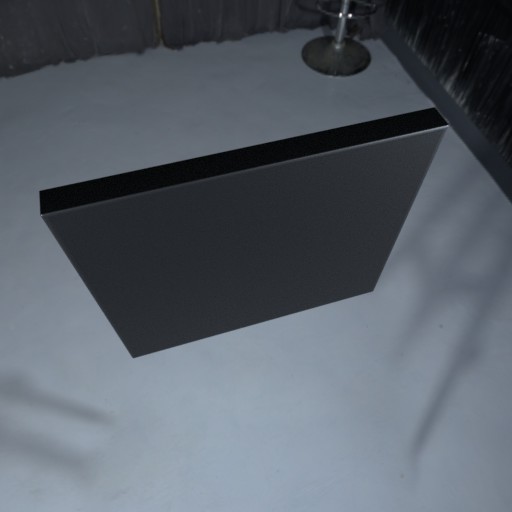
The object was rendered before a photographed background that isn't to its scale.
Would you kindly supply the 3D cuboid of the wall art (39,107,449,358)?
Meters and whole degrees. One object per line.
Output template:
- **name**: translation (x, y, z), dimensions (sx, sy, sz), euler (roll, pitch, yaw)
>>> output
- **wall art**: translation (0.000, 0.000, 0.540), dimensions (0.380, 0.330, 0.028), euler (-14, 58, -9)
